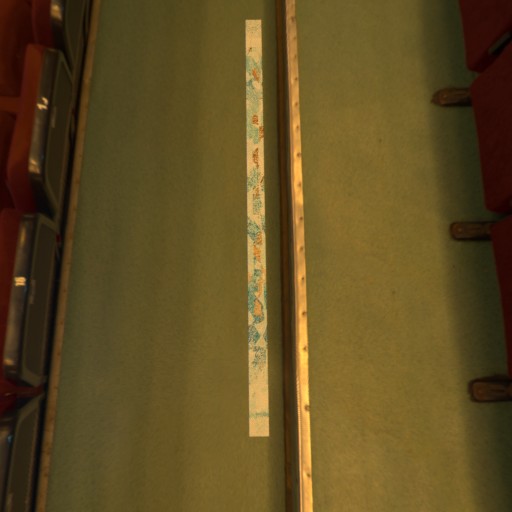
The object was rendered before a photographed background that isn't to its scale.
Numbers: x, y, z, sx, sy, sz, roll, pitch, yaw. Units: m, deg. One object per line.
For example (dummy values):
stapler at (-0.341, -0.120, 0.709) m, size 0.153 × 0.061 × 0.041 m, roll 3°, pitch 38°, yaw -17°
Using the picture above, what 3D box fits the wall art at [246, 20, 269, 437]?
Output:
wall art at (0.000, 0.000, 1.374) m, size 0.040 × 0.916 × 0.916 m, roll -1°, pitch 76°, yaw 0°
